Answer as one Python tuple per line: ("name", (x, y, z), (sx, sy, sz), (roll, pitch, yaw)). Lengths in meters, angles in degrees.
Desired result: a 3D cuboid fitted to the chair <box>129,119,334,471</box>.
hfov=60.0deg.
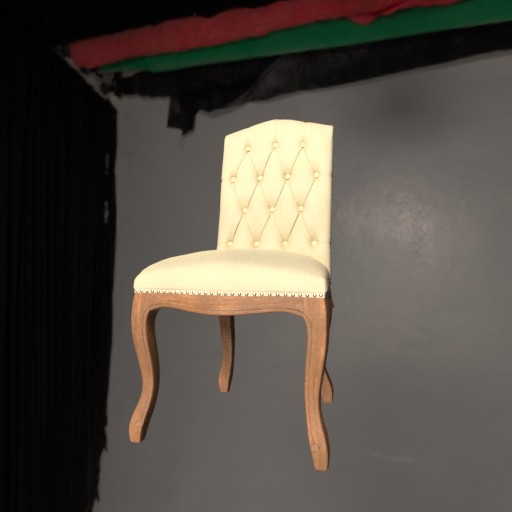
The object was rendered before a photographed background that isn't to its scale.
("chair", (0.000, 0.000, 1.604), (0.623, 1.165, 0.715), (0, 0, 18))
